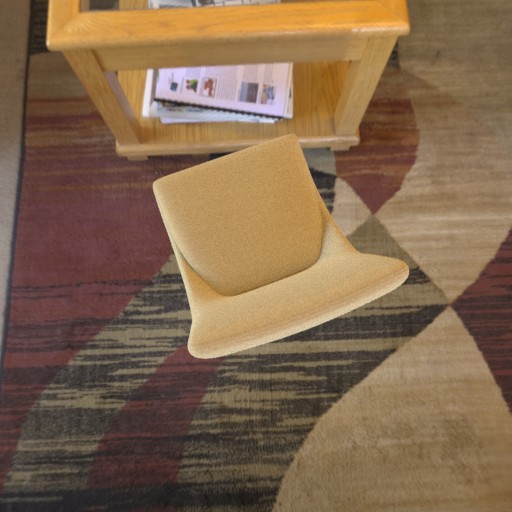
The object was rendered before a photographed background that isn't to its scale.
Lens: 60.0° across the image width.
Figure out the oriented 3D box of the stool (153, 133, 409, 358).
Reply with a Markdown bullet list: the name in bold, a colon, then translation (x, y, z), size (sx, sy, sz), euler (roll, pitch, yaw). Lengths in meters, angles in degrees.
- **stool**: translation (0.000, 0.000, 1.400), size (0.470, 1.092, 0.559), euler (-20, 78, -5)
